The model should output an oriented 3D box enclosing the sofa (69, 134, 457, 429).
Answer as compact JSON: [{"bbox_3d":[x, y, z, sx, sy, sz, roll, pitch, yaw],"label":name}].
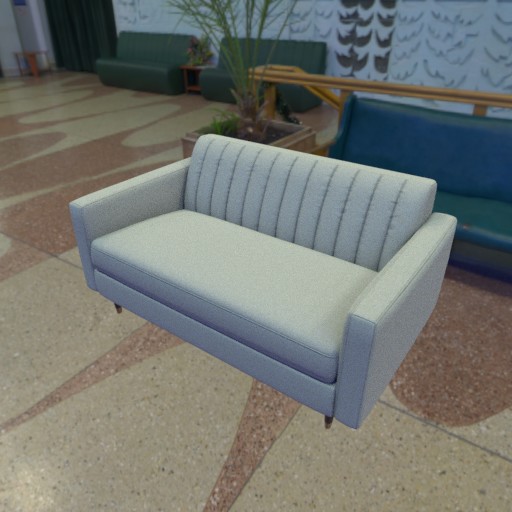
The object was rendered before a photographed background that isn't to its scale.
[{"bbox_3d":[0.000,0.000,2.169,1.585,0.801,0.950,20,36,30],"label":"sofa"}]
